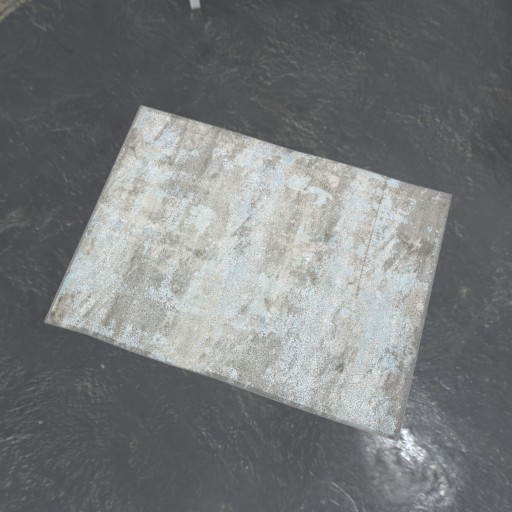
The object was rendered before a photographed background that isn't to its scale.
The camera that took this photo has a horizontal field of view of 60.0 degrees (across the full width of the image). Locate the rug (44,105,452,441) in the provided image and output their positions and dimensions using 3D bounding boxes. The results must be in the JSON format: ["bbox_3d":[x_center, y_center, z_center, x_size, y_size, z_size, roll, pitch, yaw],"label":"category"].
[{"bbox_3d":[0.000,0.000,4.212,3.307,0.013,2.393,17,75,5],"label":"rug"}]
